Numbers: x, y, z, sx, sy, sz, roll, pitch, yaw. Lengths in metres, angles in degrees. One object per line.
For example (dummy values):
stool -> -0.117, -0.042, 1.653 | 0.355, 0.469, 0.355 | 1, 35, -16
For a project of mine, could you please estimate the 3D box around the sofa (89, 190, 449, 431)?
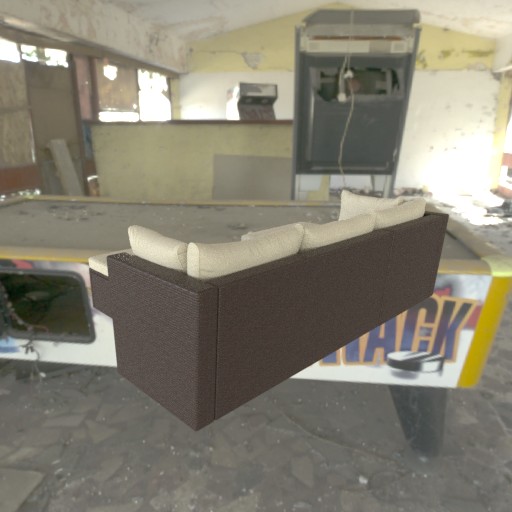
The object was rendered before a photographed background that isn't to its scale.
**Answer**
sofa -> 0.000, 0.000, 2.950 | 2.192, 0.766, 1.612 | -15, 22, -43
